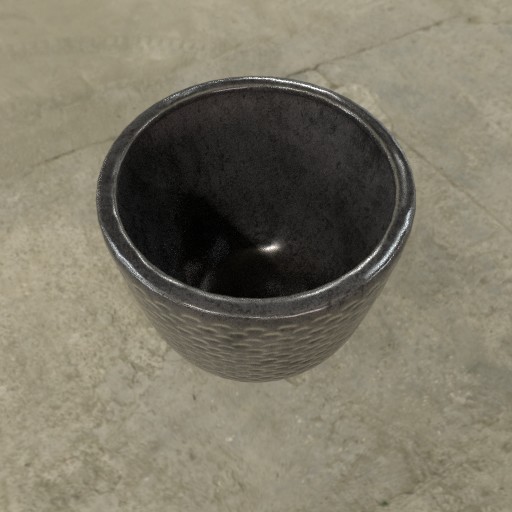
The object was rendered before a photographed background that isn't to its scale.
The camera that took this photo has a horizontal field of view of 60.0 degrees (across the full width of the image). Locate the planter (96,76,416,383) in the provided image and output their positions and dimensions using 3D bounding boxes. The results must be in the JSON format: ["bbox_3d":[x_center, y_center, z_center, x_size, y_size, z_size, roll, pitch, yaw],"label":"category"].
[{"bbox_3d":[0.000,0.000,0.352,0.197,0.191,0.197,0,58,0],"label":"planter"}]
